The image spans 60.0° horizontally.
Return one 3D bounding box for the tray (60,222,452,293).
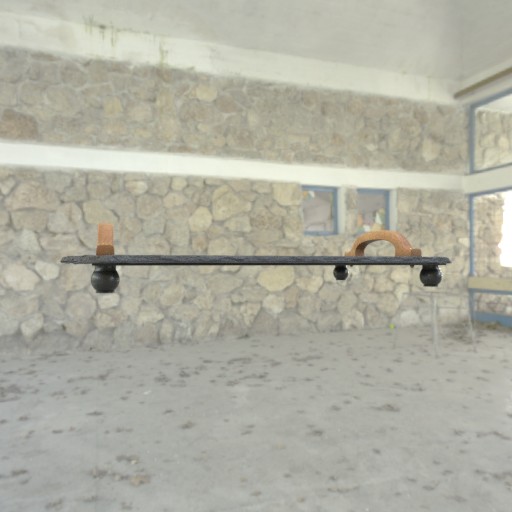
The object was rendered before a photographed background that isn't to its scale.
[{"bbox_3d":[0.000,0.000,0.479,0.387,0.062,0.231,0,-1,-19],"label":"tray"}]
